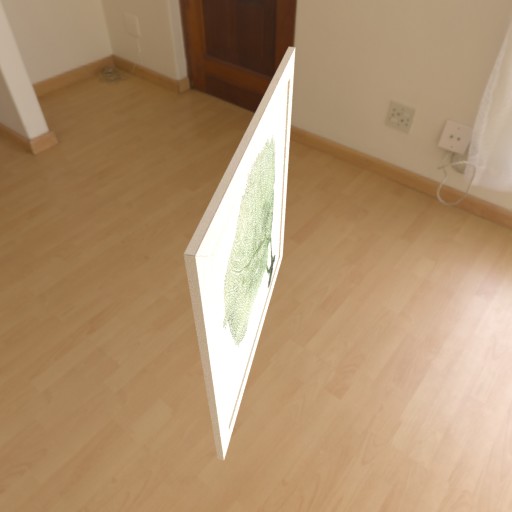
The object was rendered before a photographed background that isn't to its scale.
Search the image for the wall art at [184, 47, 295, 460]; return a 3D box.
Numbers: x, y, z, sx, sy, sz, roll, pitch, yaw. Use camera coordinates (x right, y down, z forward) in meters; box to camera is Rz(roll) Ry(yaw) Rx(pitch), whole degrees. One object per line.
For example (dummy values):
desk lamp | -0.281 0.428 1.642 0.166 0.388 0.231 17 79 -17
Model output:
wall art | 0.000 0.000 0.877 0.013 0.584 0.584 10 47 10
